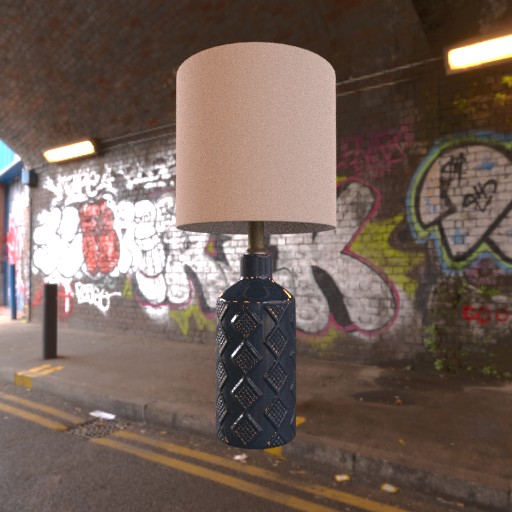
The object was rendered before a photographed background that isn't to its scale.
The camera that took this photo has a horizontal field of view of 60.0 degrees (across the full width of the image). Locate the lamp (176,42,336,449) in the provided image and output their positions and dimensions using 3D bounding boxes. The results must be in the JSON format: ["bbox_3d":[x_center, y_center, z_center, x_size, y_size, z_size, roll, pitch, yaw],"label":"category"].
[{"bbox_3d":[0.000,0.000,0.579,0.207,0.461,0.207,0,-1,-17],"label":"lamp"}]
